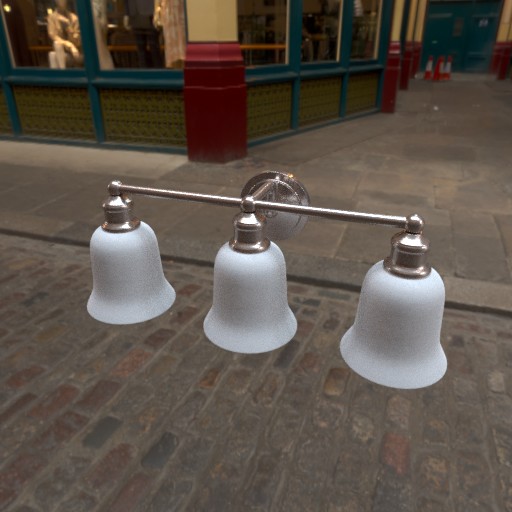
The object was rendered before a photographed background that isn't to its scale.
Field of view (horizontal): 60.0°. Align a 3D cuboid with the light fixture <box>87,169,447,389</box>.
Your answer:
[{"bbox_3d":[0.000,0.000,0.664,0.570,0.211,0.198,9,28,17],"label":"light fixture"}]
